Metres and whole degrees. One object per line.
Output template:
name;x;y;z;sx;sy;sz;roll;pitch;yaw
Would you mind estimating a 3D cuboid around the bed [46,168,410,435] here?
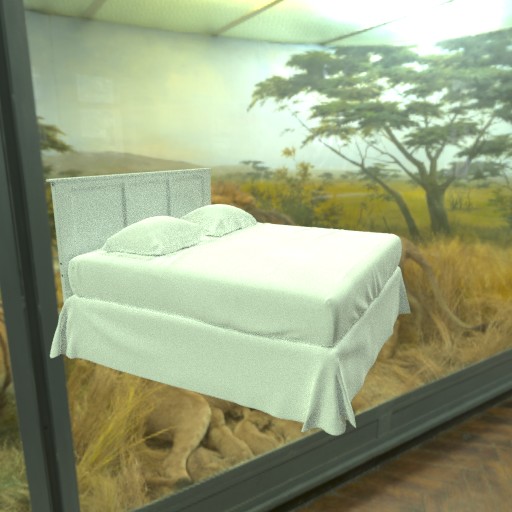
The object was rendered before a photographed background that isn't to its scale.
bed;0.000;0.000;3.561;2.215;1.273;2.317;7;15;26
